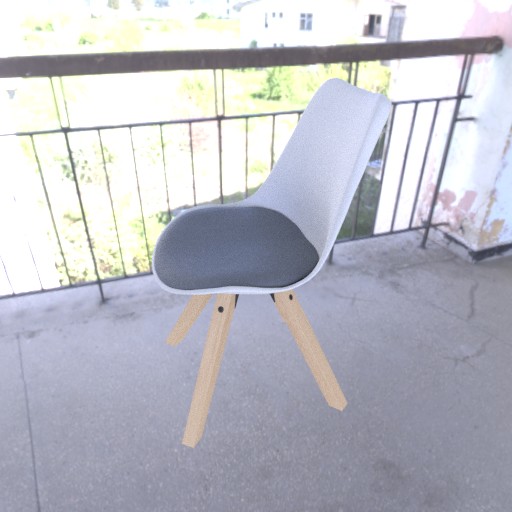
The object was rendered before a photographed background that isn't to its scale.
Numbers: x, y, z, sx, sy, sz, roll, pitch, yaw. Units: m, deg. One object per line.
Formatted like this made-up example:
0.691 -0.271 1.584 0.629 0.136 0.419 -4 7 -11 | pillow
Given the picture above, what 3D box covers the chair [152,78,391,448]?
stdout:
0.000 0.000 1.199 0.550 0.850 0.485 -8 32 -14 | chair
